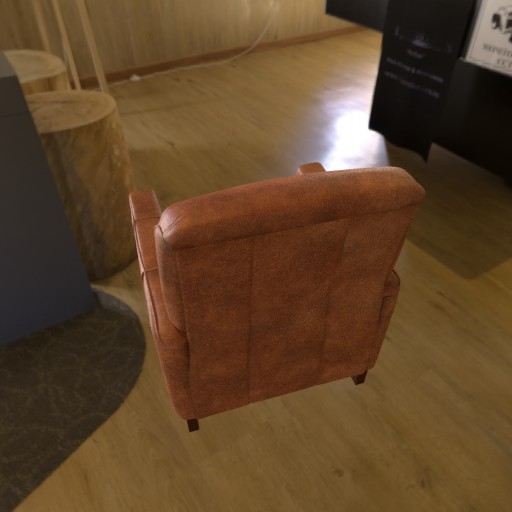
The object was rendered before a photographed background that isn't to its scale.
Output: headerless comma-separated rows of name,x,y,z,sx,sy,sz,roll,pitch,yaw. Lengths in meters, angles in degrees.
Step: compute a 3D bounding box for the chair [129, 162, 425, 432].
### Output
chair,0.000,0.000,1.662,0.843,1.043,0.836,-11,43,-13
